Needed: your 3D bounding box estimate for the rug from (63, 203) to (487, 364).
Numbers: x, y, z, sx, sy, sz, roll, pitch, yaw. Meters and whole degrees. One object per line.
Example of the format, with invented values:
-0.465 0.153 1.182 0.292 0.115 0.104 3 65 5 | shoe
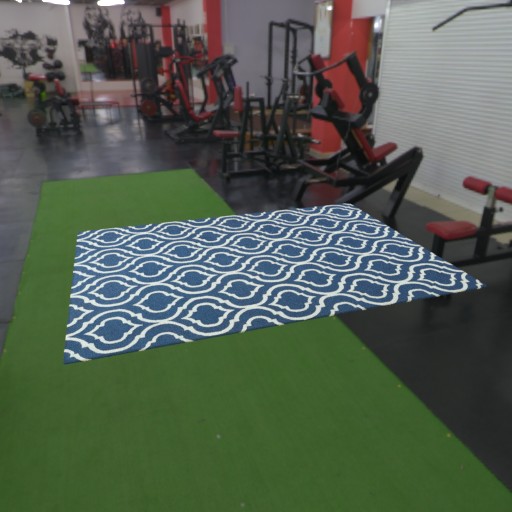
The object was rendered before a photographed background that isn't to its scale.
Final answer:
0.000 0.000 2.749 2.134 0.010 1.524 -8 26 -16 | rug
